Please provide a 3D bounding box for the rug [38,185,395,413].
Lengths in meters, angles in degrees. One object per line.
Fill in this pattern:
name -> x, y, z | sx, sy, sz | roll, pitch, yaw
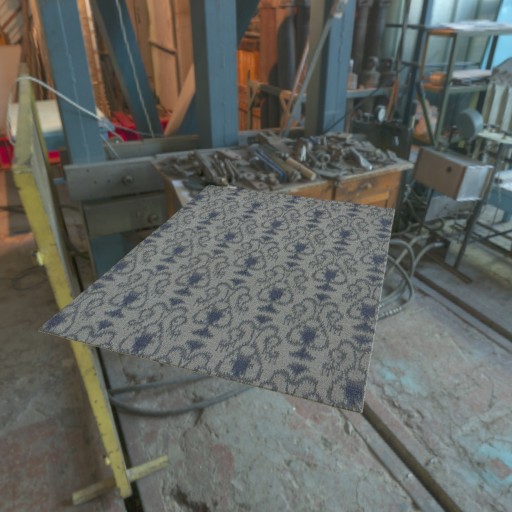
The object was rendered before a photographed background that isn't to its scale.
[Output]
rug -> 0.000, 0.000, 4.335 | 2.437, 0.015, 3.205 | 10, 32, 16
